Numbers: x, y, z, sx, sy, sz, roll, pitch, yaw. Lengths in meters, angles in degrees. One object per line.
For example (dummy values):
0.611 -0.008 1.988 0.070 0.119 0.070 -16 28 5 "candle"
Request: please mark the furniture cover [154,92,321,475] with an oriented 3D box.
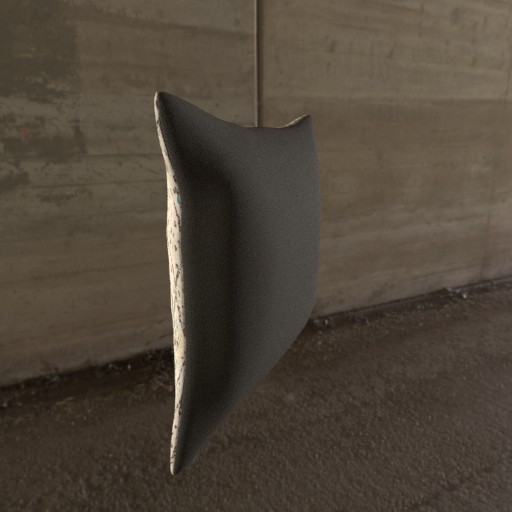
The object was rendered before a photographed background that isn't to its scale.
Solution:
0.000 0.000 0.771 0.180 0.498 0.525 7 17 24 "furniture cover"
